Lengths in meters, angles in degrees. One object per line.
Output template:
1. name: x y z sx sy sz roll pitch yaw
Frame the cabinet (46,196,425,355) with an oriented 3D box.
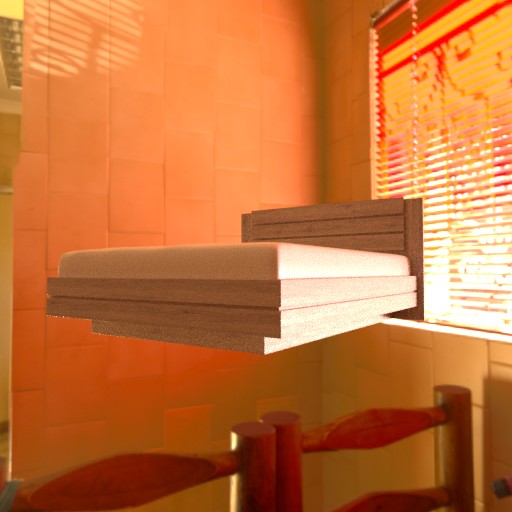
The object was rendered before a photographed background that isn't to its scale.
1. cabinet: 0.000 0.000 3.087 1.750 0.970 2.080 -1 -2 34
